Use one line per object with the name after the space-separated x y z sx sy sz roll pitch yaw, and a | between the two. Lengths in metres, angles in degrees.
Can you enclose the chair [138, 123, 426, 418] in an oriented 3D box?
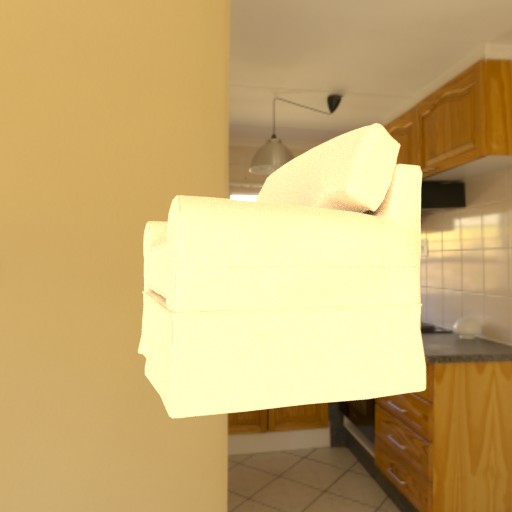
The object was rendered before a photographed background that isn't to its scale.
0.000 0.000 1.861 0.904 0.958 1.099 0 -1 -19 | chair
